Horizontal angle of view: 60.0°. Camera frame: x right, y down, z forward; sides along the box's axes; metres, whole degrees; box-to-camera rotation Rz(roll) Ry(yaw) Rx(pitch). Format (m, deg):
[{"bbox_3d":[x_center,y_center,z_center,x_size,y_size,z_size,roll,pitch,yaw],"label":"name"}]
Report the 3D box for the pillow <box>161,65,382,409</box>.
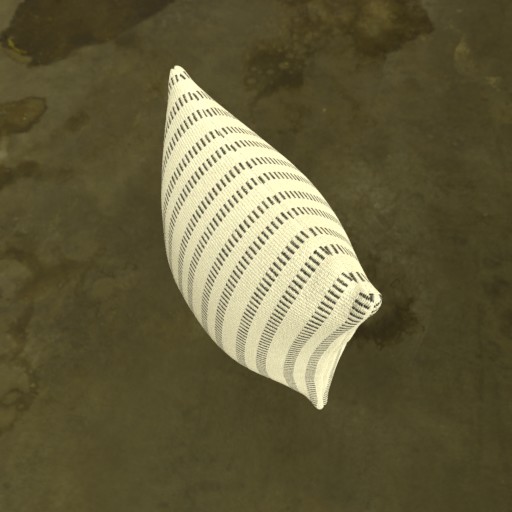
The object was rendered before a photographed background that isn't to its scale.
[{"bbox_3d":[0.000,0.000,0.695,0.247,0.419,0.438,-29,62,-17],"label":"pillow"}]
